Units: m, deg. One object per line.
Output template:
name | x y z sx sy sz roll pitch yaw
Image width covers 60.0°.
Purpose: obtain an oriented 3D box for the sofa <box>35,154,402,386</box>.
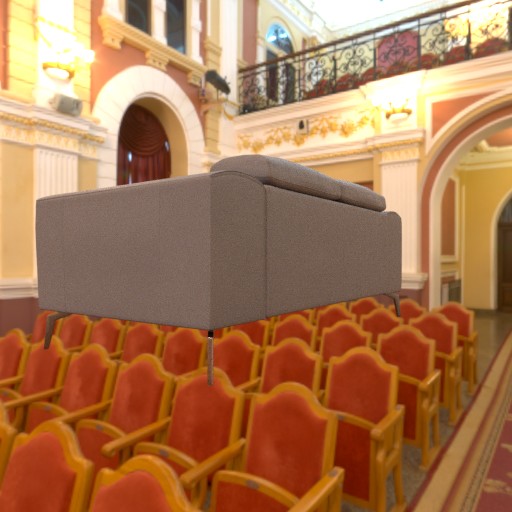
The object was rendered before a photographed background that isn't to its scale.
sofa | 0.000 0.000 2.352 1.003 0.779 1.895 0 0 35
